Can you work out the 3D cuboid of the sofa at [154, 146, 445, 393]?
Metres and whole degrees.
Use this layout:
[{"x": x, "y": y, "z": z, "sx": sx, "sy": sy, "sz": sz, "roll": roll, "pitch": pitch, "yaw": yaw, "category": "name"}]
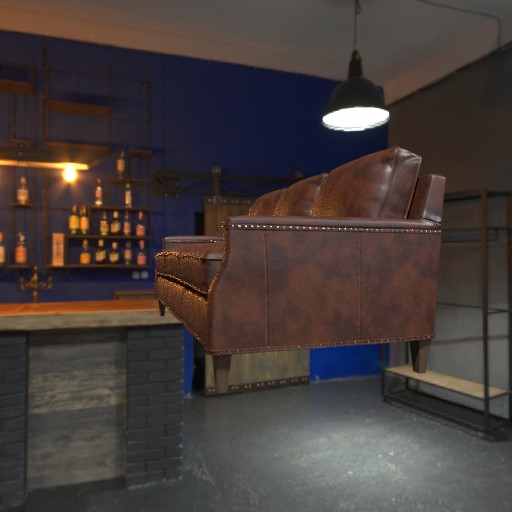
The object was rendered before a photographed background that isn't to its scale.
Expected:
[{"x": 0.000, "y": 0.000, "z": 2.804, "sx": 1.084, "sy": 1.003, "sz": 2.240, "roll": 0, "pitch": 0, "yaw": -18, "category": "sofa"}]
